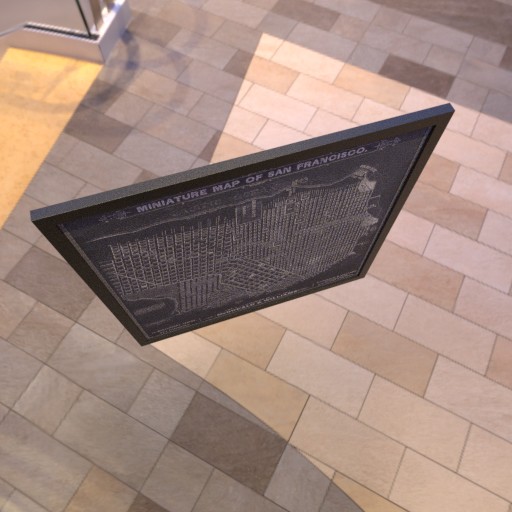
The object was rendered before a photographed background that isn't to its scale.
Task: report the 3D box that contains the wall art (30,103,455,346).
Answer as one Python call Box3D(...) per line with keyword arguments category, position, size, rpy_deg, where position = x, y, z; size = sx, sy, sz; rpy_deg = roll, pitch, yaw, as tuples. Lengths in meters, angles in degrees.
Box3D(category="wall art", position=(0.000, 0.000, 1.171), size=(0.807, 0.807, 0.022), rpy_deg=(-16, 65, -8))
